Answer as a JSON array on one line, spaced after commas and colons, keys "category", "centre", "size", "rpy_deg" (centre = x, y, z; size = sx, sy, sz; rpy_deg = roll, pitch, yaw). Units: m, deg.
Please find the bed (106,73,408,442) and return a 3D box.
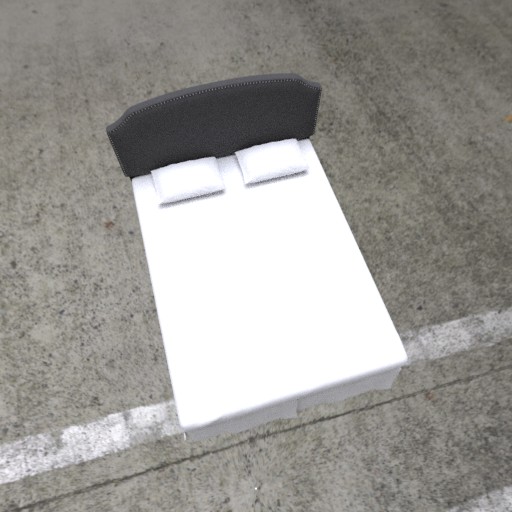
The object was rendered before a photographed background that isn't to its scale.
[{"category": "bed", "centre": [0.000, 0.000, 3.011], "size": [1.558, 1.270, 1.999], "rpy_deg": [-14, 63, -7]}]
